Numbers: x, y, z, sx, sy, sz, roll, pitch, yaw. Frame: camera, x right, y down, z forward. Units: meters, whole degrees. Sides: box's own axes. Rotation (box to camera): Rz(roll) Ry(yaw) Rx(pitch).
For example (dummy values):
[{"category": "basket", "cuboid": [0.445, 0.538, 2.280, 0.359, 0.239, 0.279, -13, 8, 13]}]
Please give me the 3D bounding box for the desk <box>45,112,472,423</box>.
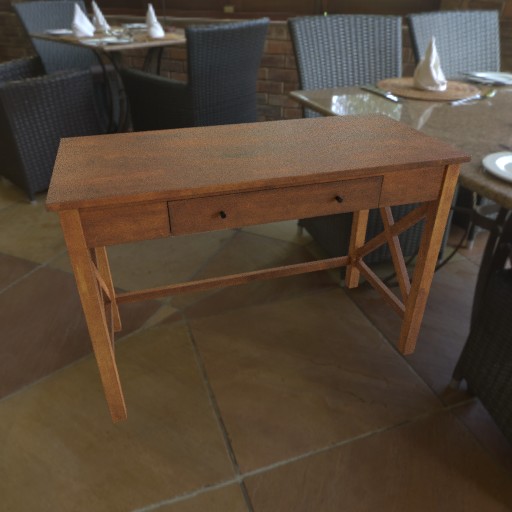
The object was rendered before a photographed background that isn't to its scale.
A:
[{"category": "desk", "cuboid": [0.000, 0.000, 1.513, 1.117, 0.762, 0.508, -9, 33, -14]}]
